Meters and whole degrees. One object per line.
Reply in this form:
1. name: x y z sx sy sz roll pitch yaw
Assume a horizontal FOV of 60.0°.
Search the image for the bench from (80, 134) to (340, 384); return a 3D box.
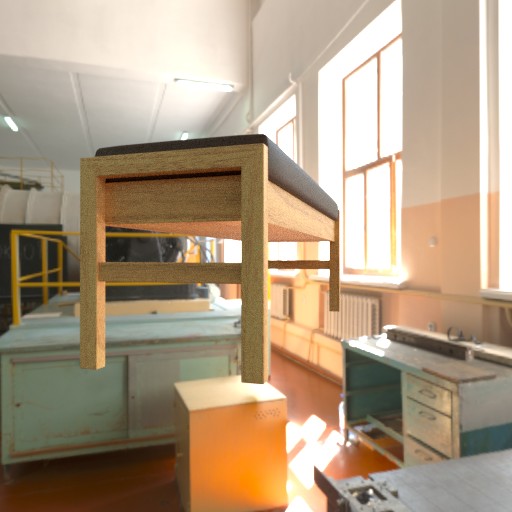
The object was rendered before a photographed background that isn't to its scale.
1. bench: 0.000 0.000 1.448 0.405 0.480 1.200 0 0 17
